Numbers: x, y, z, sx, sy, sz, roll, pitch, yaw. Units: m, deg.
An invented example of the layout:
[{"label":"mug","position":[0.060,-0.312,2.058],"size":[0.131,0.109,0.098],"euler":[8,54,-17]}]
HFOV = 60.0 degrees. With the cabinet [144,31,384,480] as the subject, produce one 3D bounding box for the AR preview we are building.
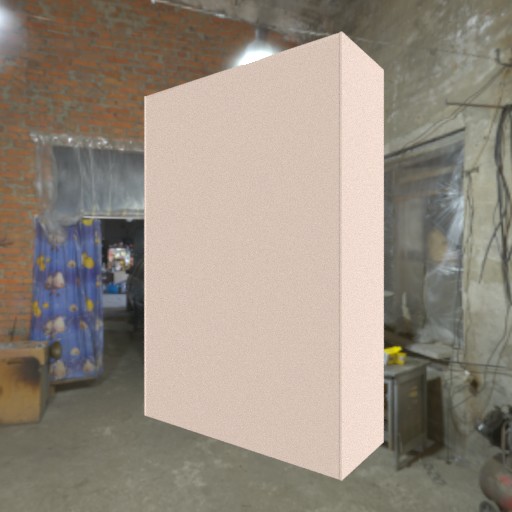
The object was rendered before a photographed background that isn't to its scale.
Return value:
[{"label":"cabinet","position":[0.000,0.000,2.474],"size":[1.290,1.910,0.510],"euler":[0,0,37]}]
